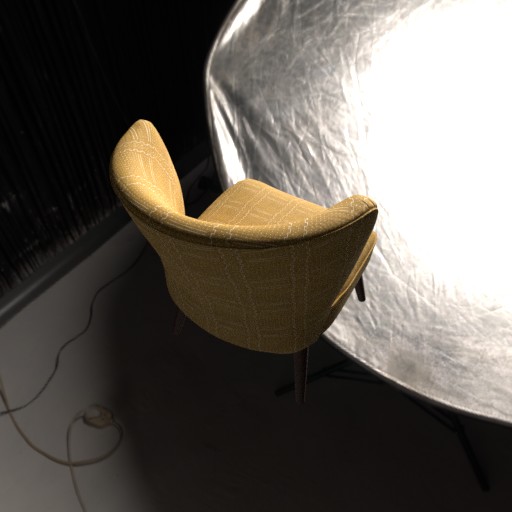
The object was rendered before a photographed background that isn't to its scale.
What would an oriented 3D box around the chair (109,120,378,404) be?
[{"bbox_3d":[0.000,0.000,1.434,0.706,0.866,0.758,24,51,21],"label":"chair"}]
